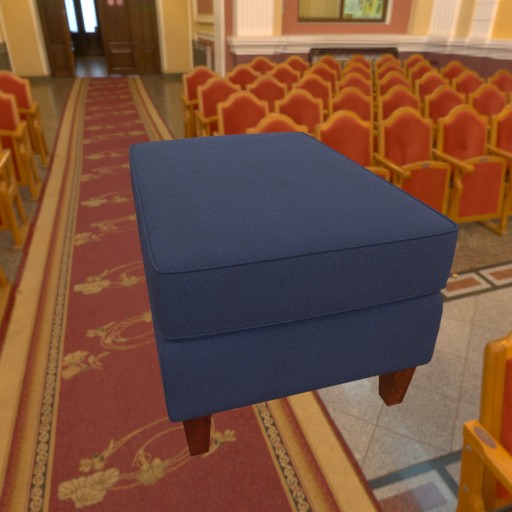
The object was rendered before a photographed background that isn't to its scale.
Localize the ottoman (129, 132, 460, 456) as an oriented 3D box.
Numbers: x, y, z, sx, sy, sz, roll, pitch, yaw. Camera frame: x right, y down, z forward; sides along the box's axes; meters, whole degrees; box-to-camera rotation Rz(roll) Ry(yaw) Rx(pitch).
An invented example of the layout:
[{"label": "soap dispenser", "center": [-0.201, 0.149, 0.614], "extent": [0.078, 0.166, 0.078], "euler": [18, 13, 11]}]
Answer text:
[{"label": "ottoman", "center": [0.000, 0.000, 1.389], "extent": [0.686, 0.584, 0.965], "euler": [-8, 30, -15]}]
